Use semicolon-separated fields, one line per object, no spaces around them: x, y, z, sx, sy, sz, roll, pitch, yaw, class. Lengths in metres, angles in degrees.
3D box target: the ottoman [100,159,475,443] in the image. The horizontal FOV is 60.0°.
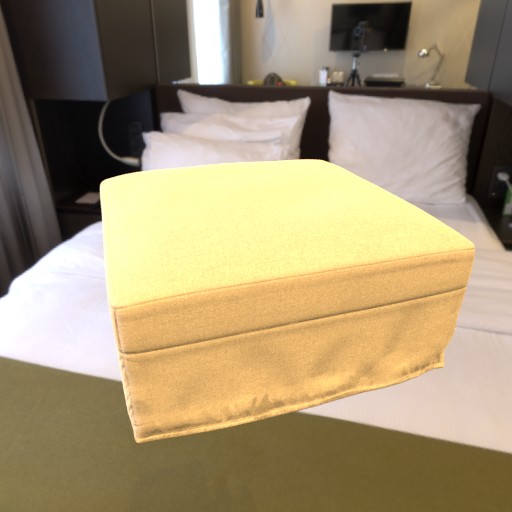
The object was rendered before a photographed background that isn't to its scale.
0.000;0.000;1.322;0.840;0.436;0.843;-9;28;-16;ottoman
